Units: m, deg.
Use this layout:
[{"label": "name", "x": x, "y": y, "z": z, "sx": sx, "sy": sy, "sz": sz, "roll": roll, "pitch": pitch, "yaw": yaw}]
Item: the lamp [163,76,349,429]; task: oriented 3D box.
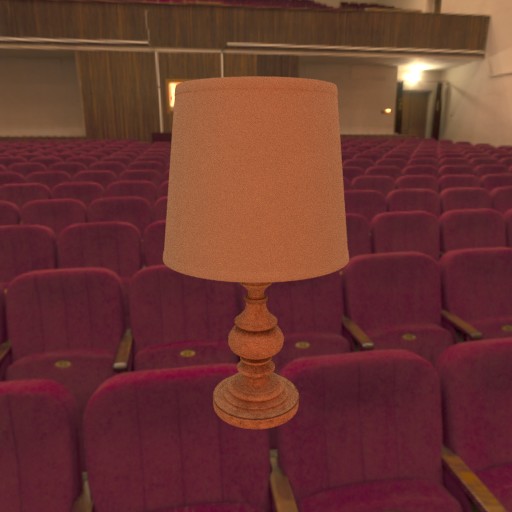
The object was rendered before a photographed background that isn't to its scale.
[{"label": "lamp", "x": 0.000, "y": 0.000, "z": 0.663, "sx": 0.273, "sy": 0.497, "sz": 0.273, "roll": 0, "pitch": 14, "yaw": 0}]
